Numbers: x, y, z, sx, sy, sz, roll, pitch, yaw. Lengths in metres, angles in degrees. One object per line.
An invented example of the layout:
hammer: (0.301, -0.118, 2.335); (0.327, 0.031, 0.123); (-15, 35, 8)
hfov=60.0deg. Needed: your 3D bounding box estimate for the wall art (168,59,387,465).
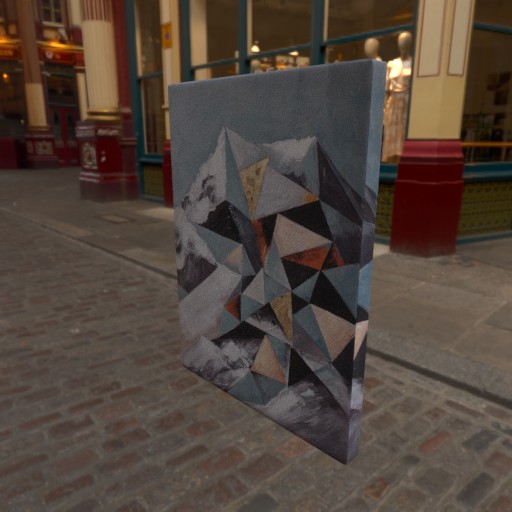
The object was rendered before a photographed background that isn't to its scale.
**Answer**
wall art: (0.000, 0.000, 0.806); (0.037, 0.613, 0.455); (-15, 22, -43)
